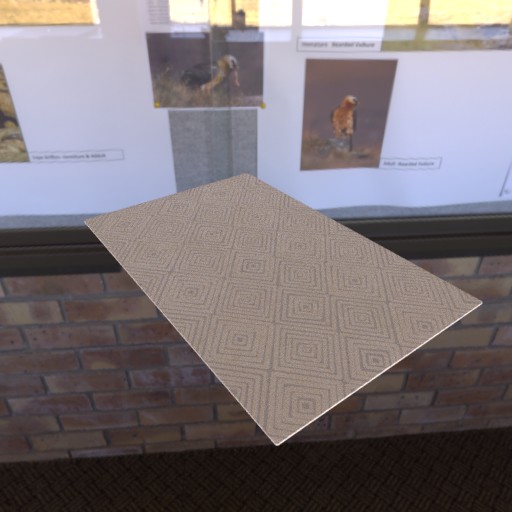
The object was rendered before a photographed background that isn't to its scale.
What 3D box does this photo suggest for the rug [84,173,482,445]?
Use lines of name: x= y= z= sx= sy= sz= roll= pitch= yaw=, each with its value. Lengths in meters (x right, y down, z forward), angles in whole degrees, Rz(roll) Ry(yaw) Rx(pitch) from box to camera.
rug: x=0.000 y=0.000 z=2.219 sx=1.143 sy=0.008 sz=1.753 roll=-22 pitch=40 yaw=-30
